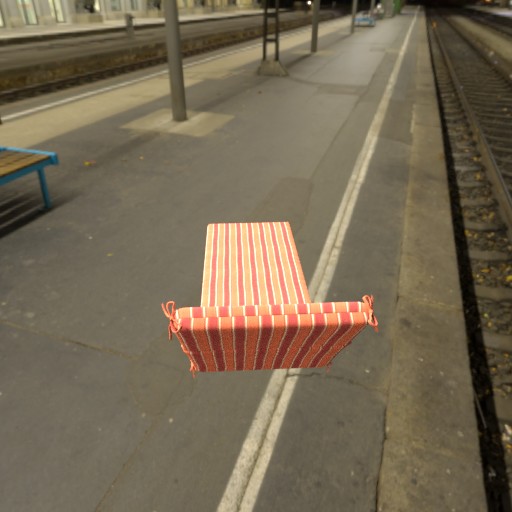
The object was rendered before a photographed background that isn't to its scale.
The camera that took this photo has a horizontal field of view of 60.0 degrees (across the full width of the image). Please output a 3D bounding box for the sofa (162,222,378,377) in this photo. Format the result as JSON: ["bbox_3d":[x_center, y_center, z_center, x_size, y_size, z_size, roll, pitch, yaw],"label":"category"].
[{"bbox_3d":[0.000,0.000,1.970,0.582,0.622,1.663,-2,30,-3],"label":"sofa"}]
